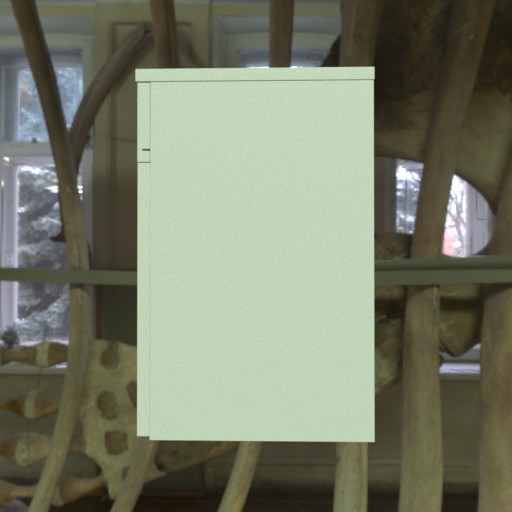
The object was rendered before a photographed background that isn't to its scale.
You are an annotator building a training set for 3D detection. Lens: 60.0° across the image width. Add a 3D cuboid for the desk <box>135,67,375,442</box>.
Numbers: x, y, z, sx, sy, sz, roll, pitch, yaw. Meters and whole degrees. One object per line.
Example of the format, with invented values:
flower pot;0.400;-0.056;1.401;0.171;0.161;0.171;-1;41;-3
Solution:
desk;0.000;0.000;1.314;0.482;0.730;0.898;0;-1;1
